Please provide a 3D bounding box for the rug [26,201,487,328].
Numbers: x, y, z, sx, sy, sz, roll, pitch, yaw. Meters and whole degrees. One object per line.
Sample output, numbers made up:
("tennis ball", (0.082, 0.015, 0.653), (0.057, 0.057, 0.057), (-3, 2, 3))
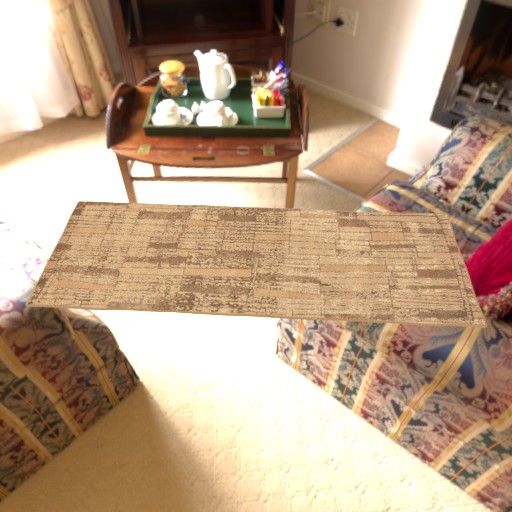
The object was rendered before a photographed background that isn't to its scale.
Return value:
("rug", (0.000, 0.000, 2.562), (2.383, 0.018, 0.857), (2, 47, 2))
